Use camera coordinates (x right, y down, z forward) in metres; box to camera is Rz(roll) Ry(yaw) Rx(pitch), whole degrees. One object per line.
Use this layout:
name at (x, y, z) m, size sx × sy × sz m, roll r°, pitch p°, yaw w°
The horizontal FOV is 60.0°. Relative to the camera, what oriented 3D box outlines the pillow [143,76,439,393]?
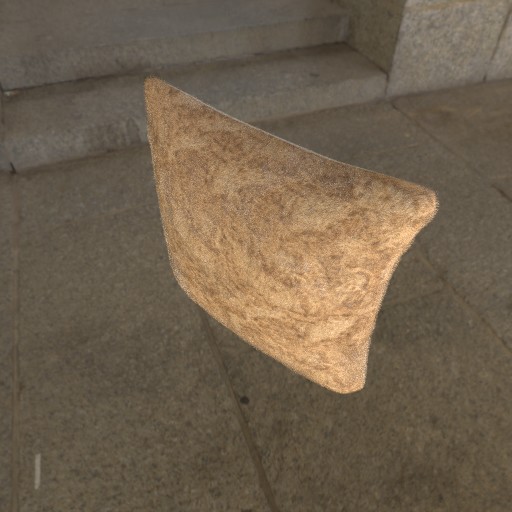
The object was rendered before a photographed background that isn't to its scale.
pillow at (0.000, 0.000, 0.816) m, size 0.538 × 0.525 × 0.216 m, roll 31°, pitch 53°, yaw 27°
